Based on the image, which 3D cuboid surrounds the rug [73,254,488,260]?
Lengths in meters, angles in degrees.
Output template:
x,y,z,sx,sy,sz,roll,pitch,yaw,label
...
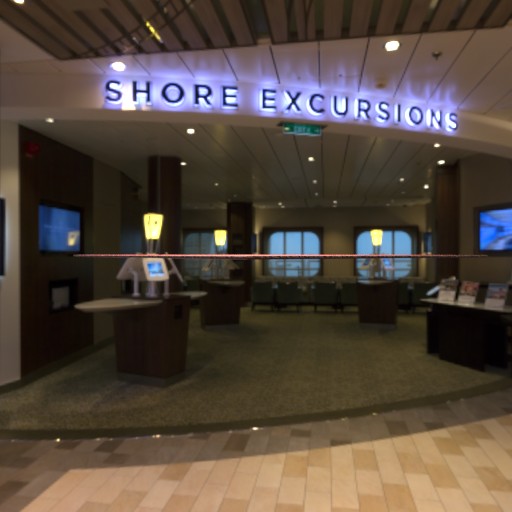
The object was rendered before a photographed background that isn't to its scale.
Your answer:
x,y,z,sx,sy,sz,roll,pitch,yaw,label
0.000,0.000,4.058,2.411,0.020,3.032,0,0,-37,rug
